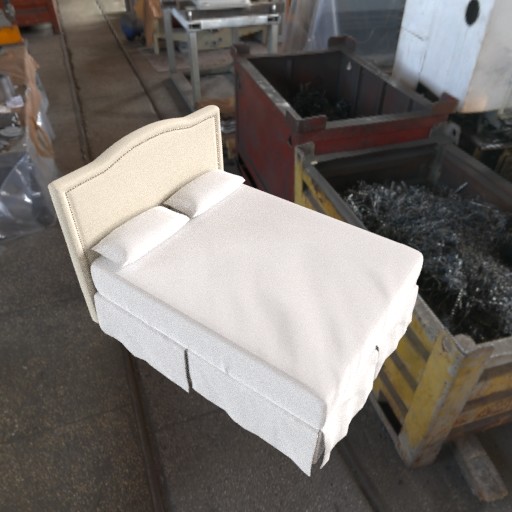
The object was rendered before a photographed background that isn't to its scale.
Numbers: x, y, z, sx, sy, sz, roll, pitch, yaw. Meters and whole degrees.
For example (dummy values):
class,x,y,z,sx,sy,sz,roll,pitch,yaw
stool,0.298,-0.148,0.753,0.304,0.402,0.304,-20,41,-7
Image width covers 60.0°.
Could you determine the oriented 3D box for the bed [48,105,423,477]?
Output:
class,x,y,z,sx,sy,sz,roll,pitch,yaw
bed,0.000,0.000,3.313,2.196,1.449,1.741,25,46,26
